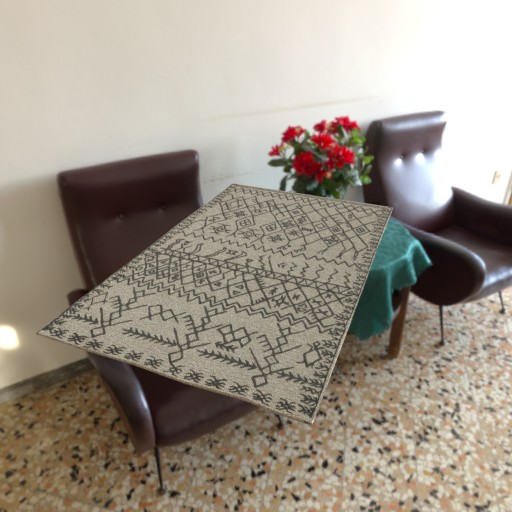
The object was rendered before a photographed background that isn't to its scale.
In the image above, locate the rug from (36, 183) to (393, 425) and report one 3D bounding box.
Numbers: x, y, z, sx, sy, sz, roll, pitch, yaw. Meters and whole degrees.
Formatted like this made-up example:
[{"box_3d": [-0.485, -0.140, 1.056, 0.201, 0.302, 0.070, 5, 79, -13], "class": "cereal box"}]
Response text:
[{"box_3d": [0.000, 0.000, 4.823, 2.393, 0.019, 3.824, 12, 32, 20], "class": "rug"}]
